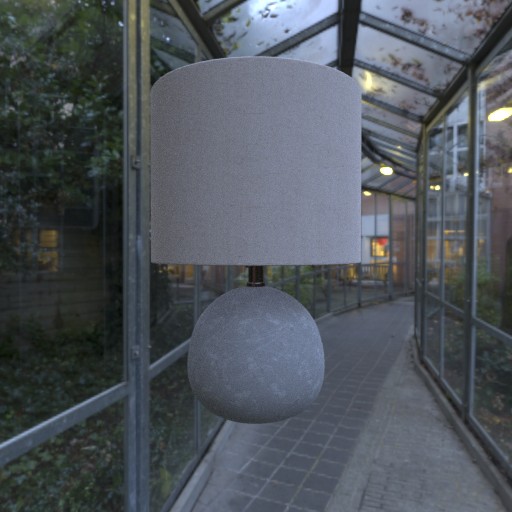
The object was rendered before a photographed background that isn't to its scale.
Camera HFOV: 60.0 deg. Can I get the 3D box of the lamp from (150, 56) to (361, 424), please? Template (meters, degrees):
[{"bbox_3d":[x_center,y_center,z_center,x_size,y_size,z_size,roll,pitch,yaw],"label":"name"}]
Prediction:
[{"bbox_3d":[0.000,0.000,0.584,0.269,0.409,0.269,1,1,37],"label":"lamp"}]
